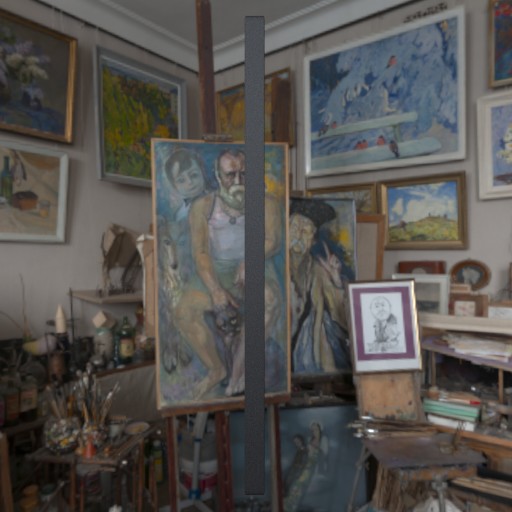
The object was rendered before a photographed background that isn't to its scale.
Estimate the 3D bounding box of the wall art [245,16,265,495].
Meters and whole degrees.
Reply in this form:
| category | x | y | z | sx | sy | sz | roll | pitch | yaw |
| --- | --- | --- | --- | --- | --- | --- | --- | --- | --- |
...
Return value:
| category | x | y | z | sx | sy | sz | roll | pitch | yaw |
| --- | --- | --- | --- | --- | --- | --- | --- | --- | --- |
| wall art | 0.000 | 0.000 | 0.686 | 0.021 | 0.509 | 0.430 | 0 | 0 | 0 |
